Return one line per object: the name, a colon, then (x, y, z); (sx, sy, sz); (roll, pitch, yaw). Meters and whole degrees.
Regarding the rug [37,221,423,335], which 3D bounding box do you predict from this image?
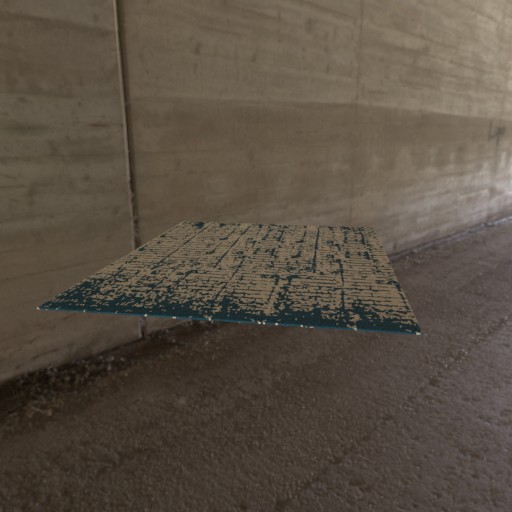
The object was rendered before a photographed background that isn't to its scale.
rug: (0.000, 0.000, 4.143); (2.416, 0.014, 3.017); (2, 16, 9)
